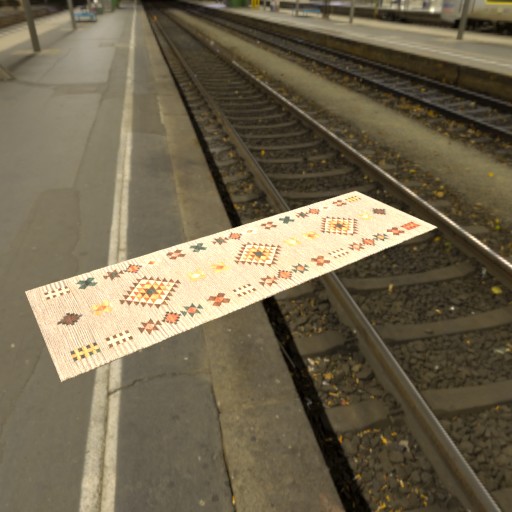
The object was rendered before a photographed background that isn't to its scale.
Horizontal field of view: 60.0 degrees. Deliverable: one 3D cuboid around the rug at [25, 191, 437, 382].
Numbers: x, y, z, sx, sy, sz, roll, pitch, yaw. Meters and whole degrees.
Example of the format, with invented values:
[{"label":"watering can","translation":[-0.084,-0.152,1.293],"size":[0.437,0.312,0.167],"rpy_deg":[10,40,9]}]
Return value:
[{"label":"rug","translation":[0.000,0.000,2.661],"size":[2.432,0.008,0.766],"rpy_deg":[-19,36,-29]}]
